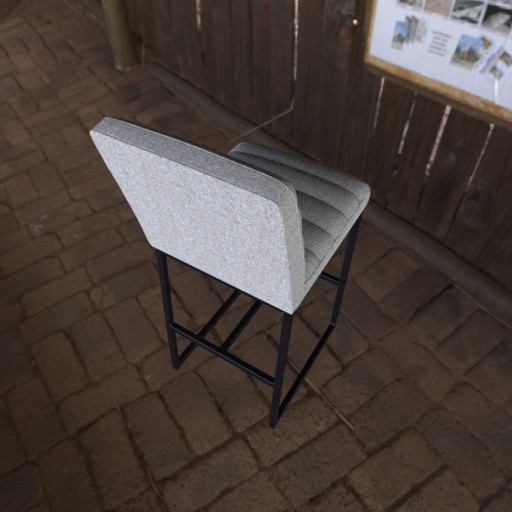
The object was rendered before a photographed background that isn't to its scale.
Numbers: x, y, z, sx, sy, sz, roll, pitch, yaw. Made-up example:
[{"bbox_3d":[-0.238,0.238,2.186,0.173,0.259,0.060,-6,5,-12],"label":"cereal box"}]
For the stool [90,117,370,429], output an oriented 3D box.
[{"bbox_3d":[0.000,0.000,1.336,0.459,1.034,0.571,24,51,21],"label":"stool"}]
